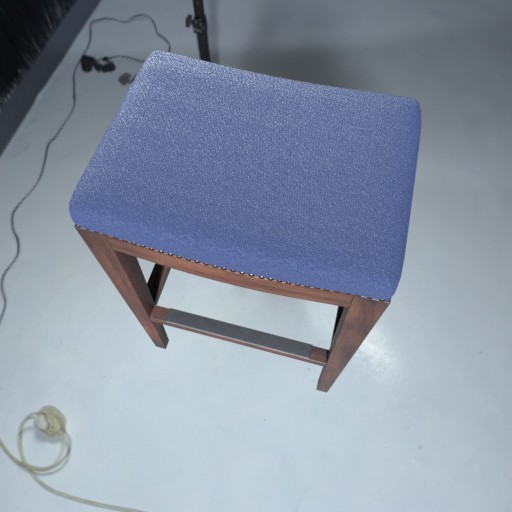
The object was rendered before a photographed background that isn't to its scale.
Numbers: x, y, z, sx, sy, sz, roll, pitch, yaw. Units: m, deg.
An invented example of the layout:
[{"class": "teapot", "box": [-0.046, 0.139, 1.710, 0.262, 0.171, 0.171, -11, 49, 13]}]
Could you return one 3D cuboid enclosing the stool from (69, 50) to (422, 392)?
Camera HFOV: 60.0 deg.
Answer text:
[{"class": "stool", "box": [0.000, 0.000, 0.995, 0.498, 0.740, 0.358, 13, 64, 7]}]
